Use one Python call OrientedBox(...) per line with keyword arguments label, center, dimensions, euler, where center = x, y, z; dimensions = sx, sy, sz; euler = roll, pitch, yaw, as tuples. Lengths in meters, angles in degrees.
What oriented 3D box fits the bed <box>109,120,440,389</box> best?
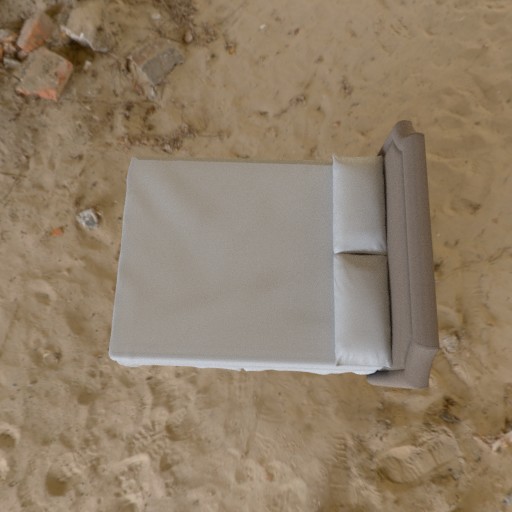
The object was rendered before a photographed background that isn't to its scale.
OrientedBox(label="bed", center=(0.000, 0.000, 3.314), dimensions=(2.164, 1.303, 1.828), euler=(2, 75, 0))
